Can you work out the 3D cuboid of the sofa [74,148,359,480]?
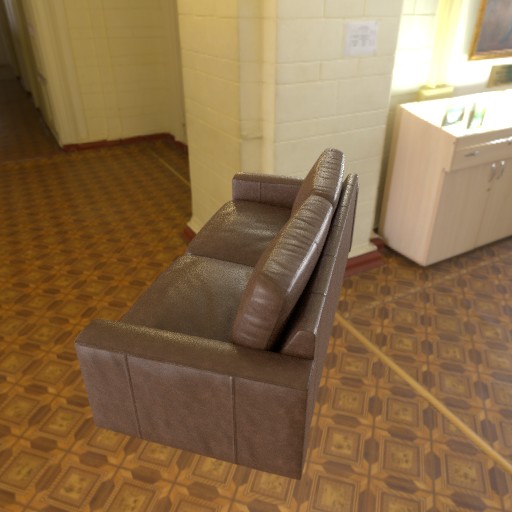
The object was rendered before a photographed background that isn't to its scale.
[{"bbox_3d":[0.000,0.000,2.657,1.016,0.873,2.179,8,31,14],"label":"sofa"}]
